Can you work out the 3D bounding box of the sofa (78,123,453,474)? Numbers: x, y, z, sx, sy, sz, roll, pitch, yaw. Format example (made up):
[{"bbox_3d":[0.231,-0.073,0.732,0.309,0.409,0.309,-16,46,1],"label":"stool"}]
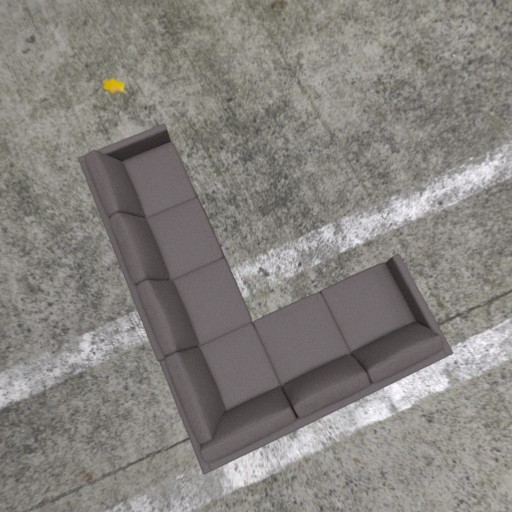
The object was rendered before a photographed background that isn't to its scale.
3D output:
[{"bbox_3d":[0.000,0.000,4.382,2.432,0.871,3.182,-24,78,-6],"label":"sofa"}]
